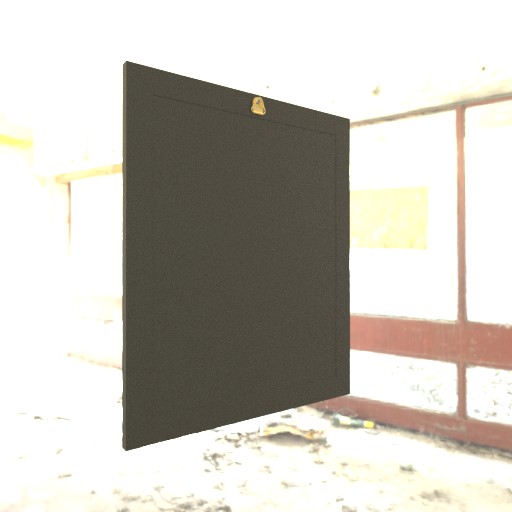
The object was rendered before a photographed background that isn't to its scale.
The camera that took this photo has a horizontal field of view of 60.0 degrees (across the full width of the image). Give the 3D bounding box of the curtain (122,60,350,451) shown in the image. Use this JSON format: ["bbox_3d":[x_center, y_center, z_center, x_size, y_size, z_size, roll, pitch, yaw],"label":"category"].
[{"bbox_3d":[0.000,0.000,0.806,0.483,0.585,0.027,0,0,-35],"label":"curtain"}]
